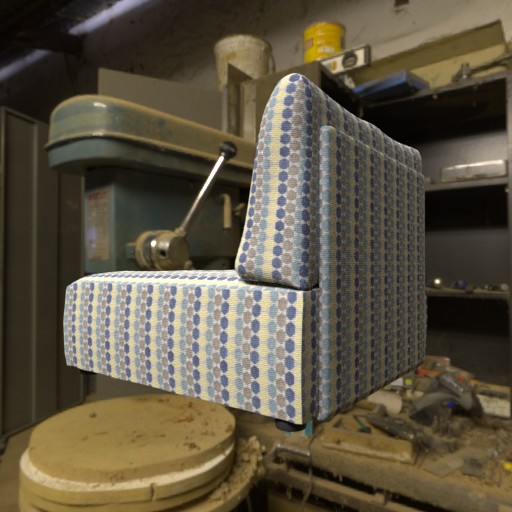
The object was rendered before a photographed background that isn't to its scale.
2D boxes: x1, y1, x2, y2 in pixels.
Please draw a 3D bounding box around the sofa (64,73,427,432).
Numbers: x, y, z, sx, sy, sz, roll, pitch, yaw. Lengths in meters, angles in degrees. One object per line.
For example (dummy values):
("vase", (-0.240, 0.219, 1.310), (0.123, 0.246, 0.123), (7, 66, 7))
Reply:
("sofa", (0.000, 0.000, 1.632), (1.000, 0.830, 0.930), (-1, -1, 37))
